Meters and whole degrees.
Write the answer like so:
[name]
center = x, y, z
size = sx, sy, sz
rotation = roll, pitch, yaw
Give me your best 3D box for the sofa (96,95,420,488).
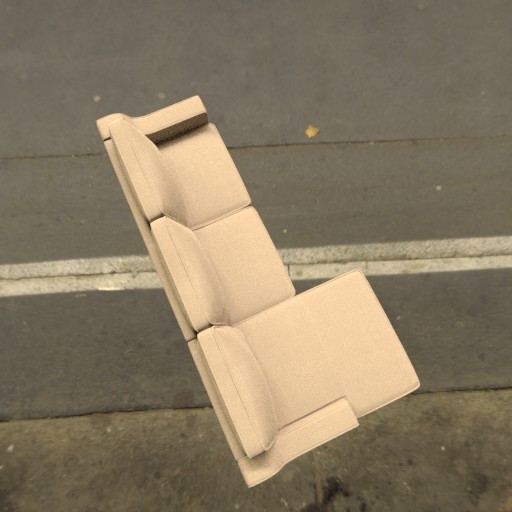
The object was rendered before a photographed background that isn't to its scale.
[sofa]
center = 0.000, 0.000, 3.123
size = 1.294, 0.928, 2.561
rotation = -24, 77, -6
